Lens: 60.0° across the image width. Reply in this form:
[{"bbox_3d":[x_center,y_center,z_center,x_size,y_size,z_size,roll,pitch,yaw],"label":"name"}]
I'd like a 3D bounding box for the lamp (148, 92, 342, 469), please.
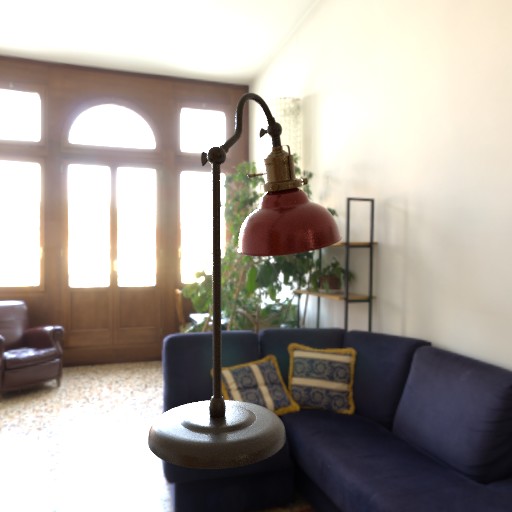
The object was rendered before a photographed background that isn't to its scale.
[{"bbox_3d":[0.000,0.000,0.698,0.192,0.508,0.374,0,0,36],"label":"lamp"}]
